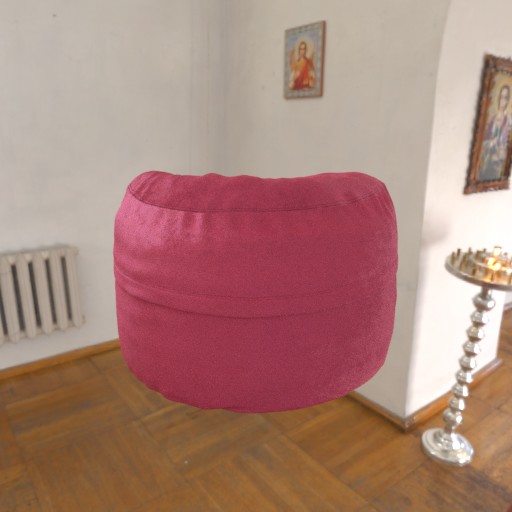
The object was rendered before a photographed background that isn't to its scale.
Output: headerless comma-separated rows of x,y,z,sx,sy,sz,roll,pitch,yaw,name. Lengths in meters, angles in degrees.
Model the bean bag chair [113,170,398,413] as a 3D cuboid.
0.000,0.000,1.954,1.218,0.788,1.218,0,16,0,bean bag chair
